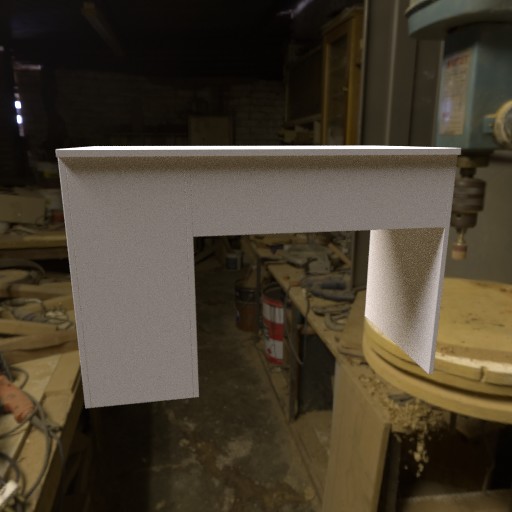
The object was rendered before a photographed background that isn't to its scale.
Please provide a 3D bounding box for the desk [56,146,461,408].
[{"bbox_3d":[0.000,0.000,1.532,1.096,0.730,0.560,-3,15,-10],"label":"desk"}]
